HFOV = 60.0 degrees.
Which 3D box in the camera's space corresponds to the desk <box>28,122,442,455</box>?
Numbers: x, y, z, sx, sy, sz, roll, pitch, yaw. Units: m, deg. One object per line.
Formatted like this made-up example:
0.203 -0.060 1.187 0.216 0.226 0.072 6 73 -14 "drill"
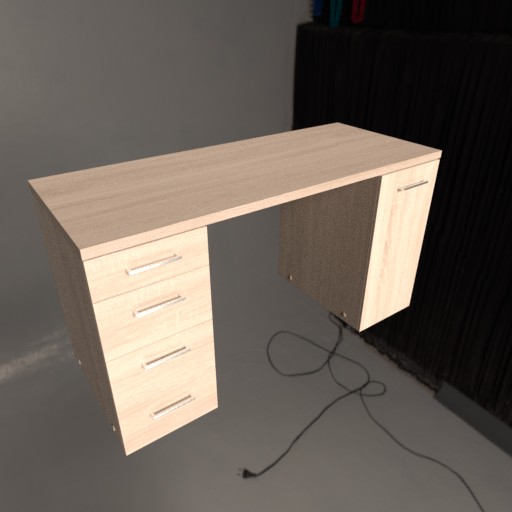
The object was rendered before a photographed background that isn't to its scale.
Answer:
0.000 0.000 1.750 1.390 0.740 0.600 -19 35 -30 "desk"
